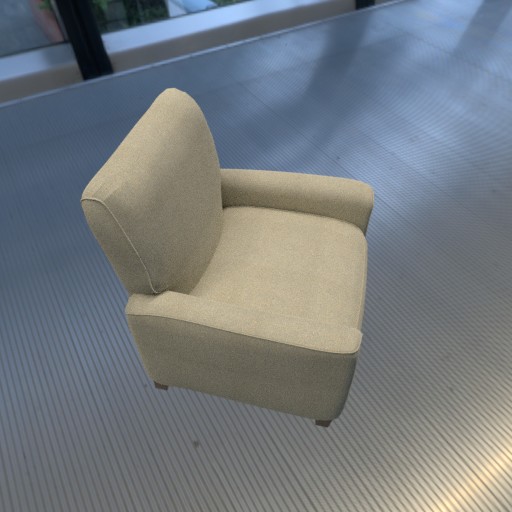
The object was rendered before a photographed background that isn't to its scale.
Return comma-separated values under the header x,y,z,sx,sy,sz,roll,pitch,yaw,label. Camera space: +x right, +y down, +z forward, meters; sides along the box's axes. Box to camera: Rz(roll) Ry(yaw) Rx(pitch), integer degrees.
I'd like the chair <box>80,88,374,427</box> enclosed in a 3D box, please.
x,y,z,sx,sy,sz,roll,pitch,yaw,label
0.000,0.000,1.668,0.853,1.006,0.850,10,48,9,chair
